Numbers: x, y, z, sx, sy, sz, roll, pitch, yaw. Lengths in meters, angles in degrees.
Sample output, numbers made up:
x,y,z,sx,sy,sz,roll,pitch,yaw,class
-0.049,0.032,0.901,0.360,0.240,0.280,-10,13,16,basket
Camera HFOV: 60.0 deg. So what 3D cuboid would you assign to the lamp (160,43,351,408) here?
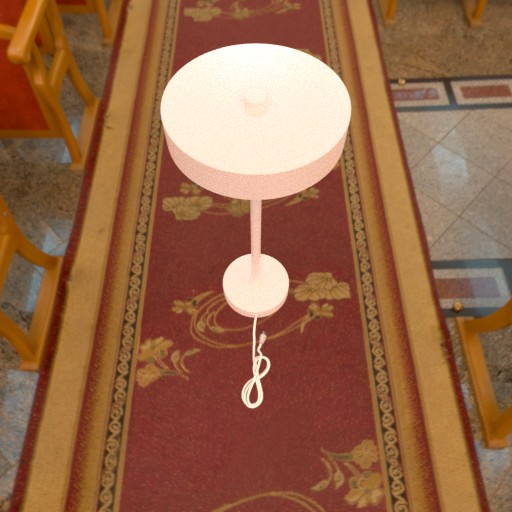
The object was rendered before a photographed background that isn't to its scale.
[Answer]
x,y,z,sx,sy,sz,roll,pitch,yaw,class
0.000,0.000,0.708,0.229,0.508,0.369,0,59,0,lamp
